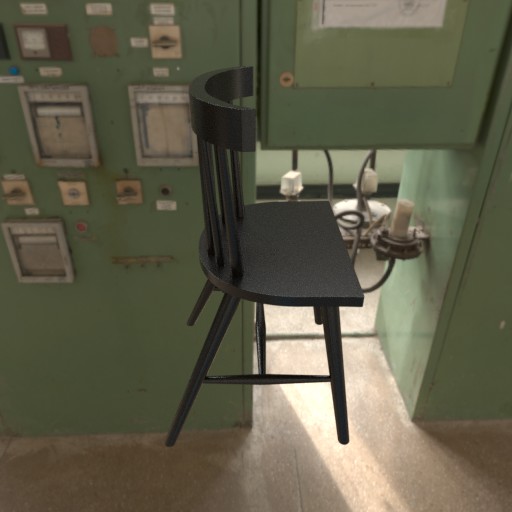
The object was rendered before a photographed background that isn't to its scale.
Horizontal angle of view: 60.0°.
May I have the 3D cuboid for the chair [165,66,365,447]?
[{"bbox_3d":[0.000,0.000,1.143,0.483,0.844,0.506,0,31,-1],"label":"chair"}]
